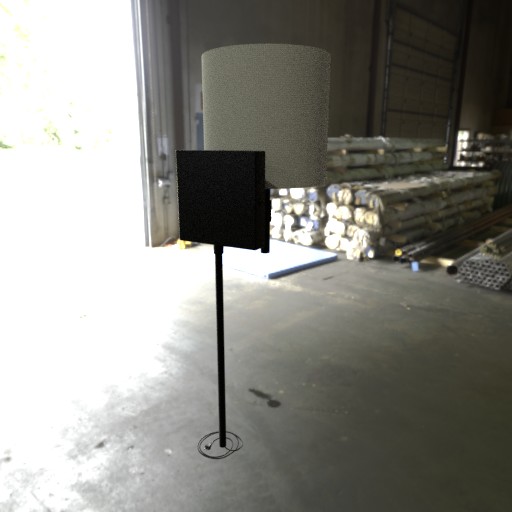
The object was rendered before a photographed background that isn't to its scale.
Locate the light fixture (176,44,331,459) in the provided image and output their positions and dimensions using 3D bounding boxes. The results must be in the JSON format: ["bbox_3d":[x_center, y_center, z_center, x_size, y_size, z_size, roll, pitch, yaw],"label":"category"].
[{"bbox_3d":[0.000,0.000,0.699,0.188,0.589,0.248,8,17,29],"label":"light fixture"}]
